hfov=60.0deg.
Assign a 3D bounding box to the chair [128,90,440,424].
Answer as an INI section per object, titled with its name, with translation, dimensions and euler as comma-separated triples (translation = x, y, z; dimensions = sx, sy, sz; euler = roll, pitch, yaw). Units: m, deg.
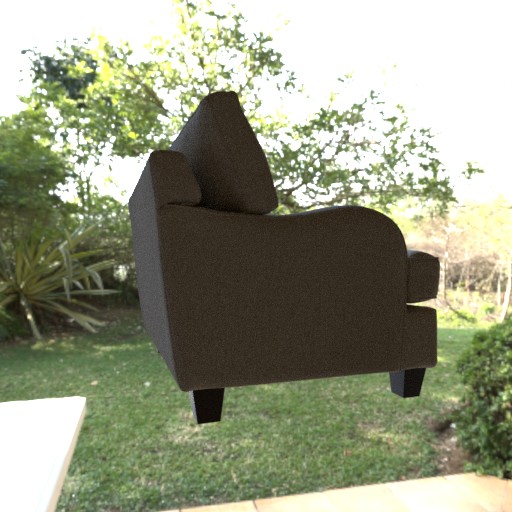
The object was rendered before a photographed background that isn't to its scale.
[chair]
translation = 0.000, 0.000, 1.976
dimensions = 1.041, 1.016, 1.220
euler = 0, 0, -19
